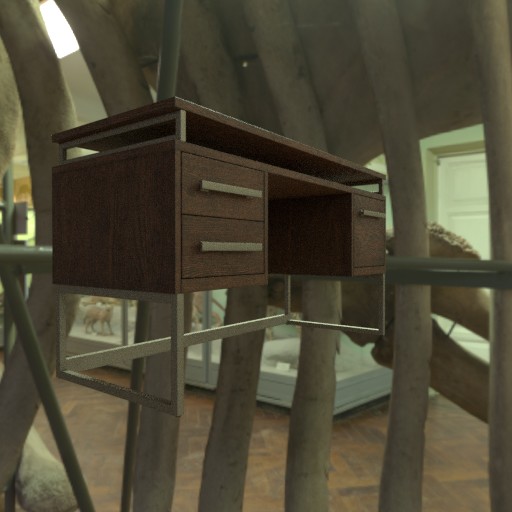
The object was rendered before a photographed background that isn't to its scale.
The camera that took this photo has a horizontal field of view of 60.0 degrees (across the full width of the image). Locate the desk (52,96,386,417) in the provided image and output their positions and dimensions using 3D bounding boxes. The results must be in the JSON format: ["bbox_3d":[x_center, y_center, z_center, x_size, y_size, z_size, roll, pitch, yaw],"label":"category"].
[{"bbox_3d":[0.000,0.000,1.804,0.610,0.792,1.384,0,1,37],"label":"desk"}]
